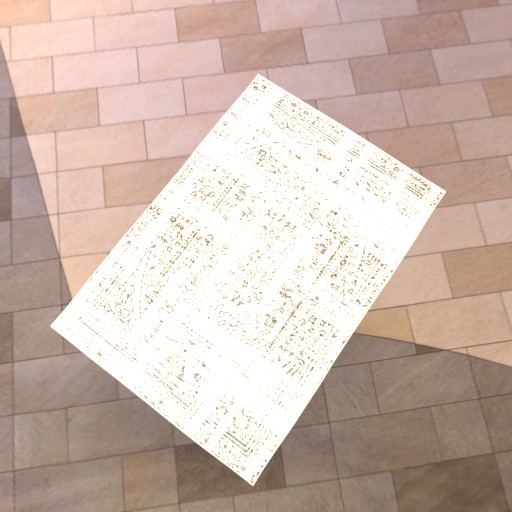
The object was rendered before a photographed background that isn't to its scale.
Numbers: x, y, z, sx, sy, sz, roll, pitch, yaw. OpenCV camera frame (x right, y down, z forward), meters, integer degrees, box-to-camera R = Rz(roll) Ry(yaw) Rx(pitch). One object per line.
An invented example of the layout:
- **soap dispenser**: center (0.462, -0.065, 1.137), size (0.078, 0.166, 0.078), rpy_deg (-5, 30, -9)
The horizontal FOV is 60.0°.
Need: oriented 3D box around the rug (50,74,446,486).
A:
- **rug**: center (0.000, 0.000, 3.123), size (1.706, 0.026, 2.438), rpy_deg (35, 78, 8)
